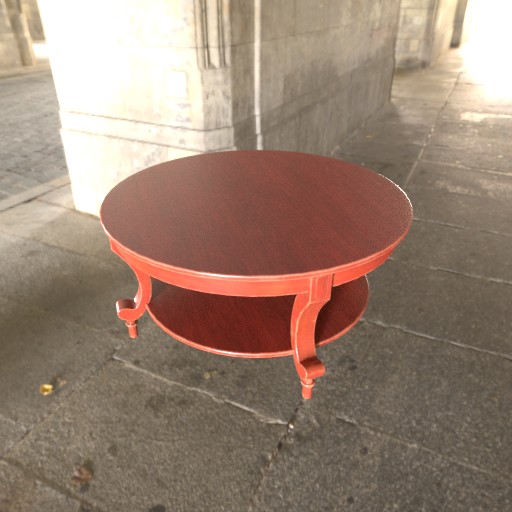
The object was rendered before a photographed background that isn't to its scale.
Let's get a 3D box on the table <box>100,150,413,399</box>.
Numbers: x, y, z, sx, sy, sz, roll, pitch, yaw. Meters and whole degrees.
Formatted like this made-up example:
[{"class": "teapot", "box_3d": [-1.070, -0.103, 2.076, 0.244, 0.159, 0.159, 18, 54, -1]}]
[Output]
[{"class": "table", "box_3d": [0.000, 0.000, 1.634, 1.029, 0.486, 1.029, 0, 30, 0]}]
